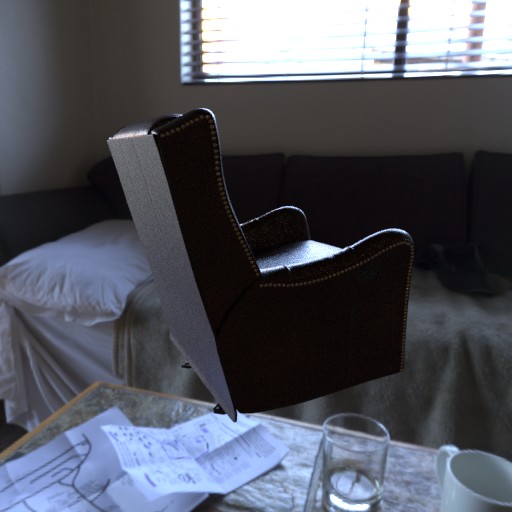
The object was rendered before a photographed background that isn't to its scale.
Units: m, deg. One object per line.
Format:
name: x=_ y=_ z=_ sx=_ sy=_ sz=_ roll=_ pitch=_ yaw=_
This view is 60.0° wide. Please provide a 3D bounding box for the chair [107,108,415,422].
chair: x=0.000 y=0.000 z=1.849 sx=1.008 sy=1.084 sz=0.869 roll=-7 pitch=15 yaw=-26
